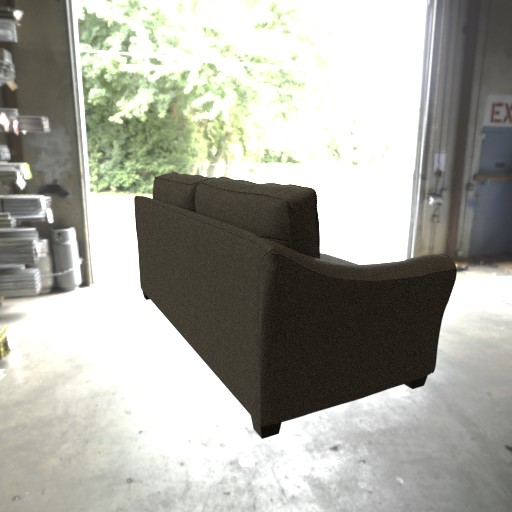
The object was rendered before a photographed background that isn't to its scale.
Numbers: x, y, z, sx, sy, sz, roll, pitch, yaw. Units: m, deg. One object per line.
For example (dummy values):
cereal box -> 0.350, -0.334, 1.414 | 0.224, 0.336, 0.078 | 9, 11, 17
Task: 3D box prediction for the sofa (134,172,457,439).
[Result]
sofa -> 0.000, 0.000, 2.721 | 1.013, 0.976, 2.203 | -6, 14, -26
